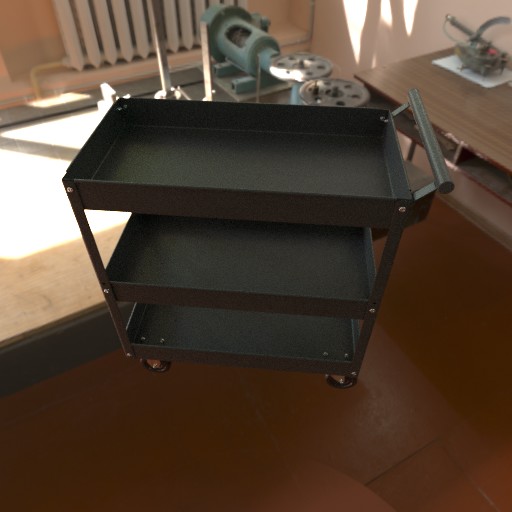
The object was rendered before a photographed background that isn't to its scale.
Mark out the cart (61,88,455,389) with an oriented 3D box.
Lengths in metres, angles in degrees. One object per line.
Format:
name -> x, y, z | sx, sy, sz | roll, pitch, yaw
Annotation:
cart -> 0.000, 0.000, 1.179 | 0.719, 0.780, 0.366 | 4, 45, 4
